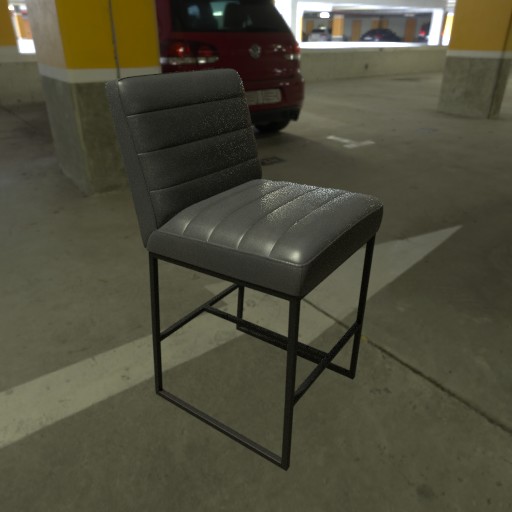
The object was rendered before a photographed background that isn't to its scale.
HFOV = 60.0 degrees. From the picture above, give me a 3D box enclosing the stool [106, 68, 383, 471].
[{"bbox_3d":[0.000,0.000,1.238,0.552,0.938,0.457,17,31,31],"label":"stool"}]
